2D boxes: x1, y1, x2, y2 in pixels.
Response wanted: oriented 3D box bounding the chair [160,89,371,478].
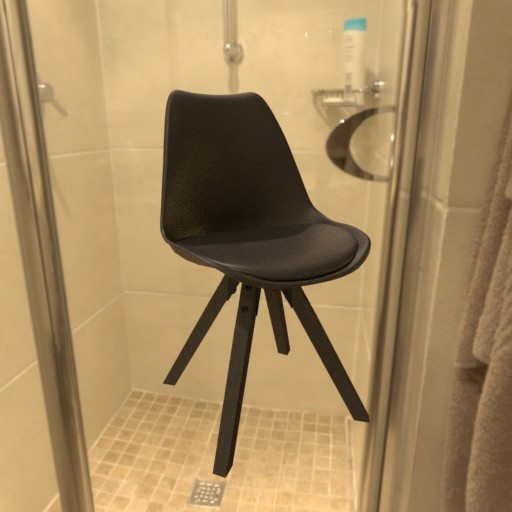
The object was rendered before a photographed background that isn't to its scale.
[{"bbox_3d":[0.000,0.000,1.174,0.485,0.850,0.550,-8,19,-26],"label":"chair"}]
